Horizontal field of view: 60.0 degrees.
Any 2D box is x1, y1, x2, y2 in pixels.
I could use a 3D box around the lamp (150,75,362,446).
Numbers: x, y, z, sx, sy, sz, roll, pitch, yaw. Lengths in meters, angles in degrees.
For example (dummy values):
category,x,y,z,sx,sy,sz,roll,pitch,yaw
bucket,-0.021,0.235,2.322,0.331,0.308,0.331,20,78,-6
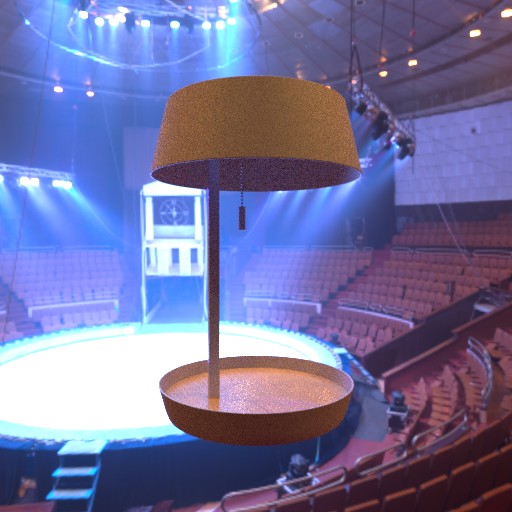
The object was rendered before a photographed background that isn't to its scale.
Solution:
category,x,y,z,sx,sy,sz,roll,pitch,yaw
lamp,0.000,0.000,0.625,0.291,0.429,0.291,0,1,0
